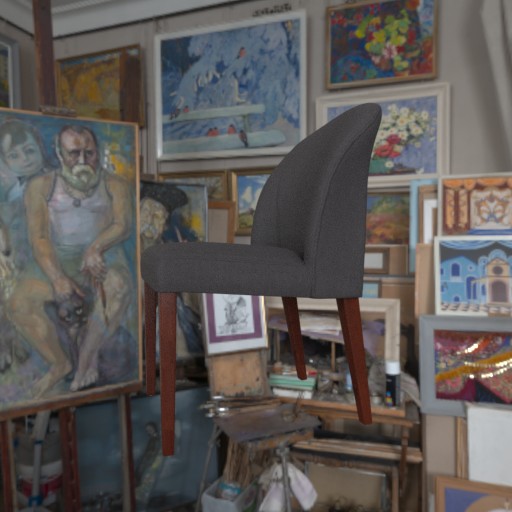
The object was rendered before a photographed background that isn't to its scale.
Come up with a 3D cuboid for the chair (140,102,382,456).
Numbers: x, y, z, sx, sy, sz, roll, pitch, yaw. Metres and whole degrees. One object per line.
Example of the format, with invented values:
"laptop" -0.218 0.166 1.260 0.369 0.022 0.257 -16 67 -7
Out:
"chair" 0.000 0.000 1.265 0.619 0.879 0.506 0 2 -19
